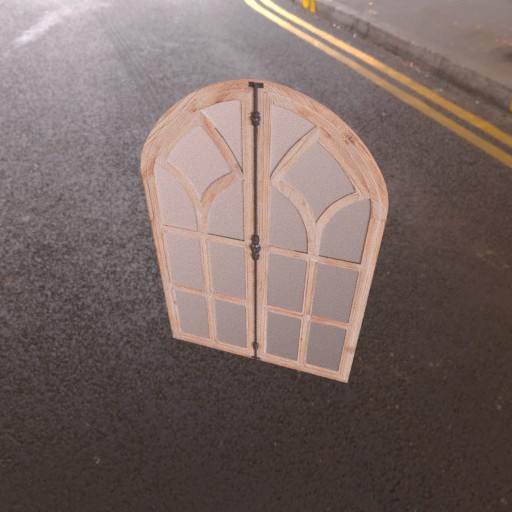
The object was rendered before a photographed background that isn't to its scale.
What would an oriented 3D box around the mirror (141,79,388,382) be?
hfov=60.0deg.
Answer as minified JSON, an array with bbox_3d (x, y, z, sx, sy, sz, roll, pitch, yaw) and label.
[{"bbox_3d":[0.000,0.000,1.179,0.609,0.915,0.032,12,42,13],"label":"mirror"}]
